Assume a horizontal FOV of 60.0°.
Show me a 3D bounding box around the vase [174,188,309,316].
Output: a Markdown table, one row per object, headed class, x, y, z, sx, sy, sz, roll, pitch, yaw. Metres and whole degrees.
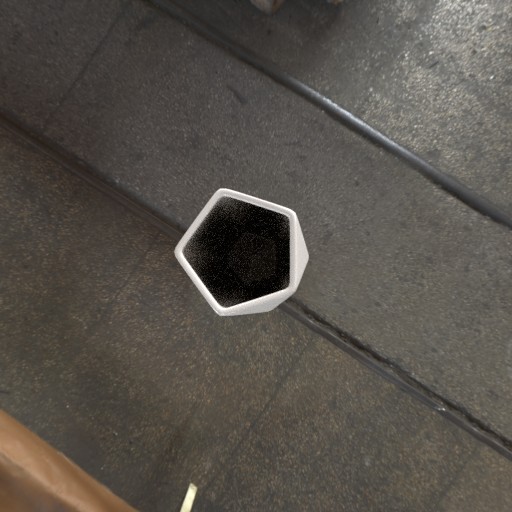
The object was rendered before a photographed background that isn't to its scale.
| class | x | y | z | sx | sy | sz | roll | pitch | yaw |
| --- | --- | --- | --- | --- | --- | --- | --- | --- | --- |
| vase | 0.000 | 0.000 | 0.398 | 0.116 | 0.329 | 0.122 | 0 | 89 | 1 |
